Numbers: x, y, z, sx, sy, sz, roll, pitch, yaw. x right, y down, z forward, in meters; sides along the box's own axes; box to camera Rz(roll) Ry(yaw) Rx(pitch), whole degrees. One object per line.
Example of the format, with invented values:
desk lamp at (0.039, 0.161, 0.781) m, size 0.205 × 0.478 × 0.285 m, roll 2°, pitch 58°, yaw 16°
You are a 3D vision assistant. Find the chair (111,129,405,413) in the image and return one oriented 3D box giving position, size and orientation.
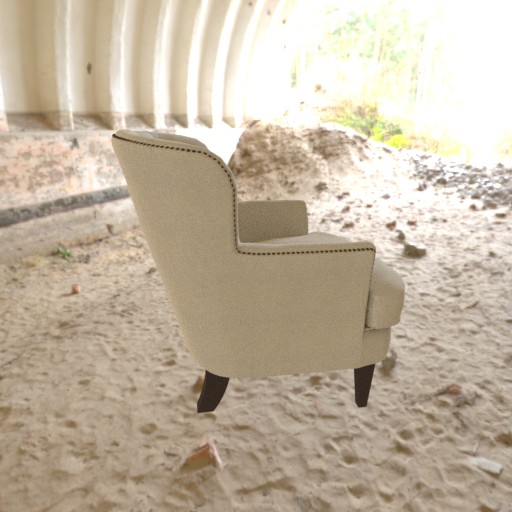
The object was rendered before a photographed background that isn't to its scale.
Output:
chair at (0.000, 0.000, 1.576) m, size 0.906 × 0.868 × 0.848 m, roll -3°, pitch 17°, yaw -9°
